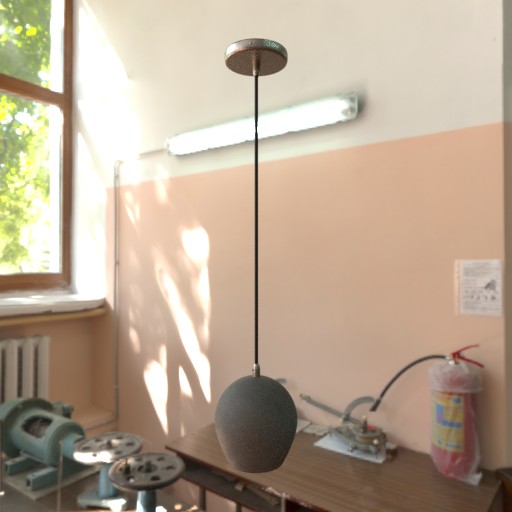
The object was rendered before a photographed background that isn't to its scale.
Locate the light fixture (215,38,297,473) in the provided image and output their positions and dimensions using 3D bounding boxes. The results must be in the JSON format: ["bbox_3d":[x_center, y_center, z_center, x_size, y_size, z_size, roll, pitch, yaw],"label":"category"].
[{"bbox_3d":[0.000,0.000,0.828,0.153,0.760,0.153,0,-1,-19],"label":"light fixture"}]
